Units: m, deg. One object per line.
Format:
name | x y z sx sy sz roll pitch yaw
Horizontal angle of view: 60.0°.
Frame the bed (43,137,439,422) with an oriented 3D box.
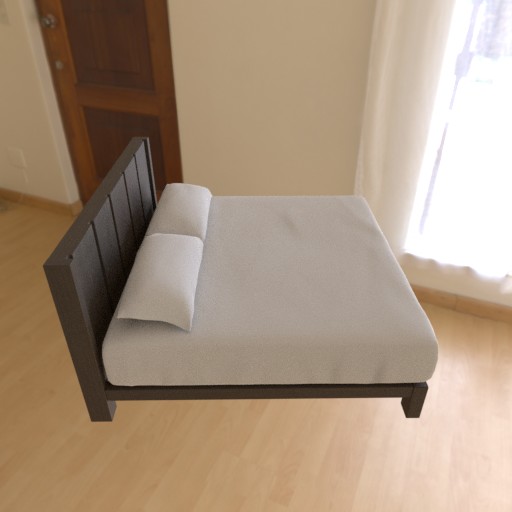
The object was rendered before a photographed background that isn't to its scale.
bed | 0.000 0.000 3.541 2.238 1.261 2.143 0 33 -1
